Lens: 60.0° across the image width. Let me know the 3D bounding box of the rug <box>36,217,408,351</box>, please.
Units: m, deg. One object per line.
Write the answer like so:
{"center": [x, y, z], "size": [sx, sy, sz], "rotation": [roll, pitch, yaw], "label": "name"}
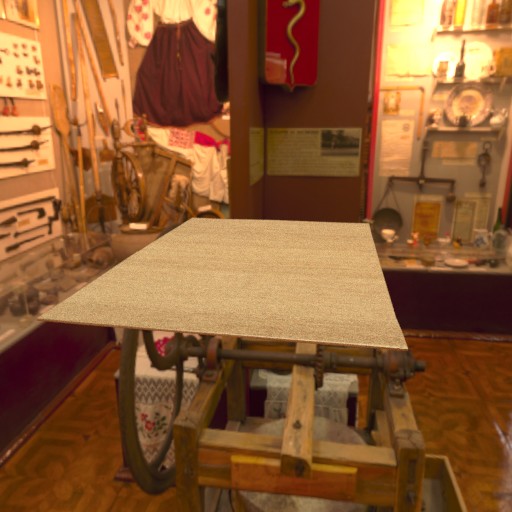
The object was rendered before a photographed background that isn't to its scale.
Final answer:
{"center": [0.000, 0.000, 2.910], "size": [1.596, 0.030, 2.283], "rotation": [3, 17, 10], "label": "rug"}
